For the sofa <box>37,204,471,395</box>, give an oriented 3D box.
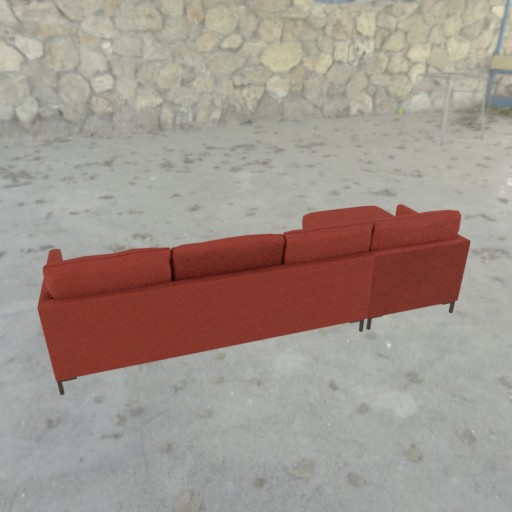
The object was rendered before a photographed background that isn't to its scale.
[{"bbox_3d":[0.000,0.000,3.993,3.400,0.967,1.500,-8,27,-16],"label":"sofa"}]
